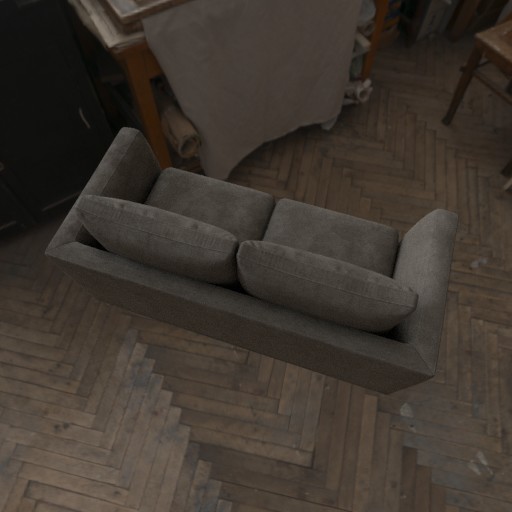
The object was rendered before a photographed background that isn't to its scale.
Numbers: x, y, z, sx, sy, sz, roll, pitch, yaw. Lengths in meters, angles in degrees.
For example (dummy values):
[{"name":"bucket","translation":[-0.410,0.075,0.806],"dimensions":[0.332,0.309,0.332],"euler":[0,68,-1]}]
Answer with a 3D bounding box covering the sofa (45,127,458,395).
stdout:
[{"name":"sofa","translation":[0.000,0.000,2.331],"dimensions":[1.832,1.013,0.855],"euler":[16,63,8]}]
